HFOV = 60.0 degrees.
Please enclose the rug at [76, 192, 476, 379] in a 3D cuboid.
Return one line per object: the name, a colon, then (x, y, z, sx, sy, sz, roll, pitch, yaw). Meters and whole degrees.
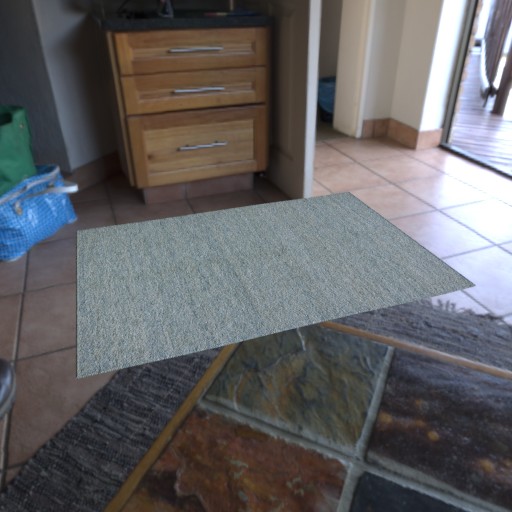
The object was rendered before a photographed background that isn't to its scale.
rug: (0.000, 0.000, 2.978, 2.283, 0.013, 1.547, -10, 32, -16)
